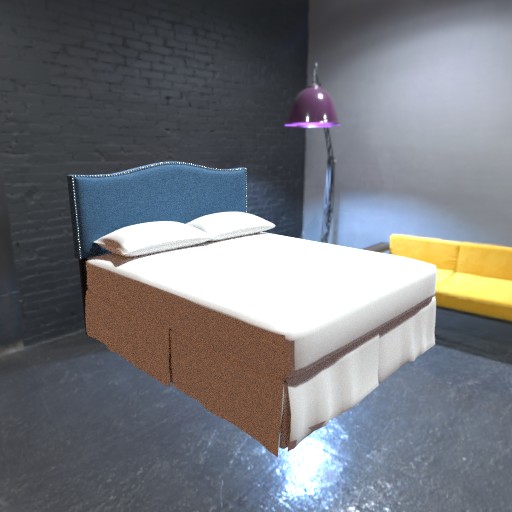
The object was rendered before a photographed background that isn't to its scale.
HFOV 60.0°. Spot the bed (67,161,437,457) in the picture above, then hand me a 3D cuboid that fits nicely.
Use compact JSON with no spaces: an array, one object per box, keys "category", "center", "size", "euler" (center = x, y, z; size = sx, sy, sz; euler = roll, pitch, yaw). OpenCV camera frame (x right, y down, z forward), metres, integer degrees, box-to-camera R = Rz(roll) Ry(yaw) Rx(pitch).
[{"category":"bed","center":[0.000,0.000,2.890],"size":[1.872,1.169,1.610],"euler":[13,19,42]}]
